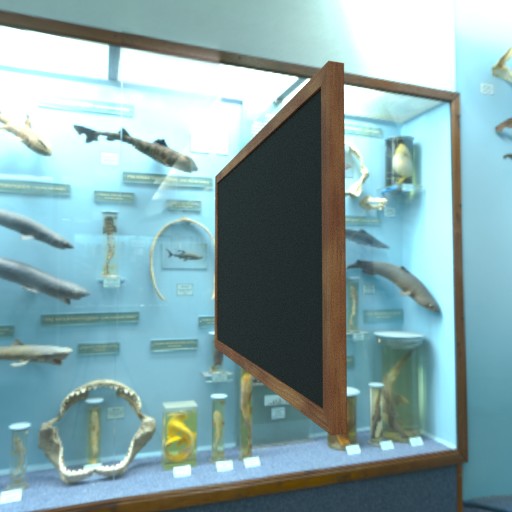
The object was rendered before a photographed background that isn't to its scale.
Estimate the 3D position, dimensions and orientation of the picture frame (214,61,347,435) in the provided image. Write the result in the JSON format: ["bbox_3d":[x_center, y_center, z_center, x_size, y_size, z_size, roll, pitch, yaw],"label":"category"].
[{"bbox_3d":[0.000,0.000,1.213,0.029,0.640,0.950,1,-3,-17],"label":"picture frame"}]
